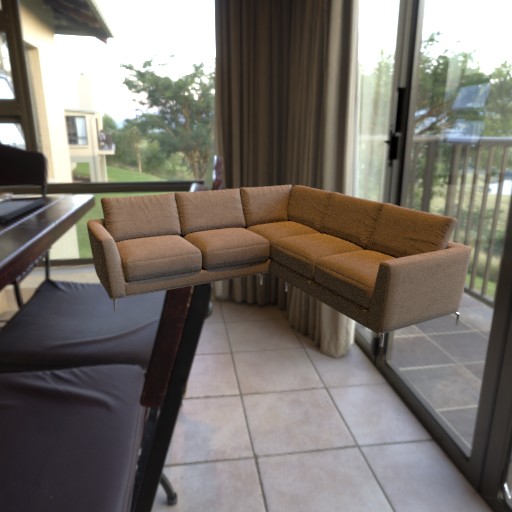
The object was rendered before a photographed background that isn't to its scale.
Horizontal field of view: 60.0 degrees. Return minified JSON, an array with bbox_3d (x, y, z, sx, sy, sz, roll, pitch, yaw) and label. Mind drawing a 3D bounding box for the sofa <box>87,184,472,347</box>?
[{"bbox_3d":[0.000,0.000,3.819,2.438,0.864,2.438,-9,19,-27],"label":"sofa"}]
